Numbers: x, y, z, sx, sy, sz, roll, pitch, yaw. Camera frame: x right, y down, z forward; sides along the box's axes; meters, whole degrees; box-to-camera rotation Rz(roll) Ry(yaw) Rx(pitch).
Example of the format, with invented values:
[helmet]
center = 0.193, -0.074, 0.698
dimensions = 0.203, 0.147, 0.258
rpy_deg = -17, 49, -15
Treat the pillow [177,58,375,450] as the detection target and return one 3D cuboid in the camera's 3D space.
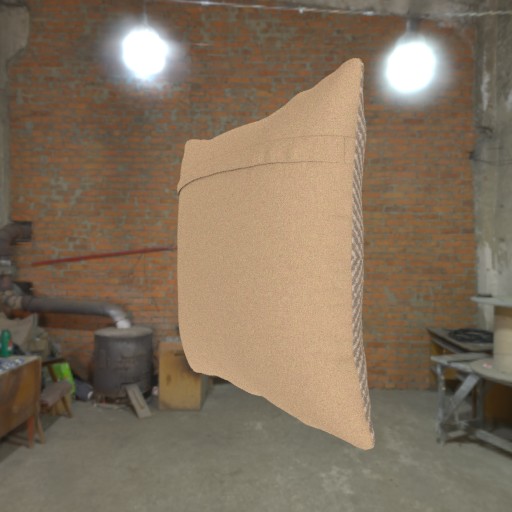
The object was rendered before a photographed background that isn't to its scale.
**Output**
[pillow]
center = 0.000, 0.000, 0.699
dimensions = 0.181, 0.458, 0.459
rpy_deg = 0, 0, -34
